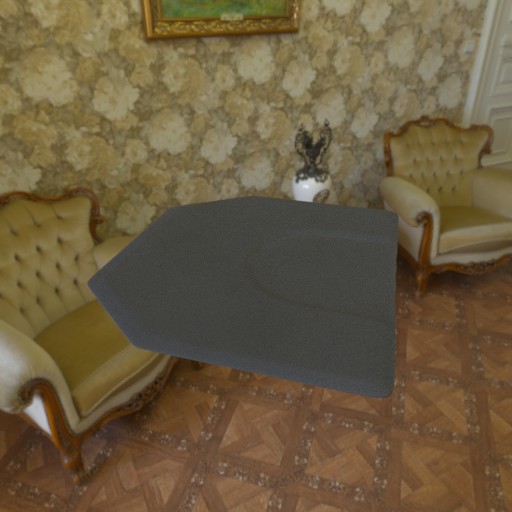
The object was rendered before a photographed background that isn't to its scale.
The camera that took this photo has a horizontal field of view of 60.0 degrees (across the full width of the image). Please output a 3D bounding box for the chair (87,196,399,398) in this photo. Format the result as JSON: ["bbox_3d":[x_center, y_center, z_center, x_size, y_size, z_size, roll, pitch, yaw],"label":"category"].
[{"bbox_3d":[0.000,0.000,1.982,1.219,0.024,1.372,8,31,14],"label":"chair"}]
